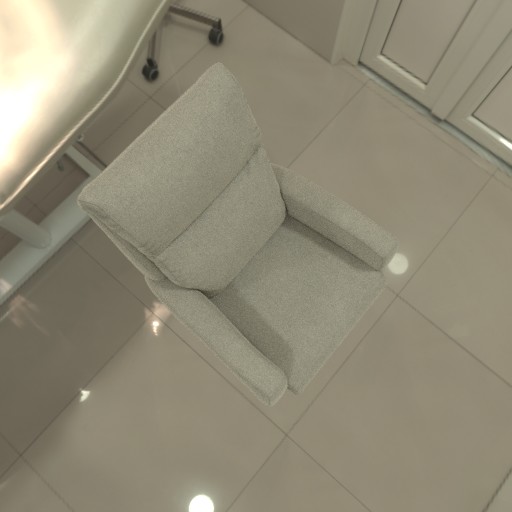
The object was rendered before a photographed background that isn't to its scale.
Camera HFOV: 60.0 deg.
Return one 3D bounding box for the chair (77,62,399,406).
[{"bbox_3d":[0.000,0.000,1.702,0.940,1.021,0.794,40,79,10],"label":"chair"}]
